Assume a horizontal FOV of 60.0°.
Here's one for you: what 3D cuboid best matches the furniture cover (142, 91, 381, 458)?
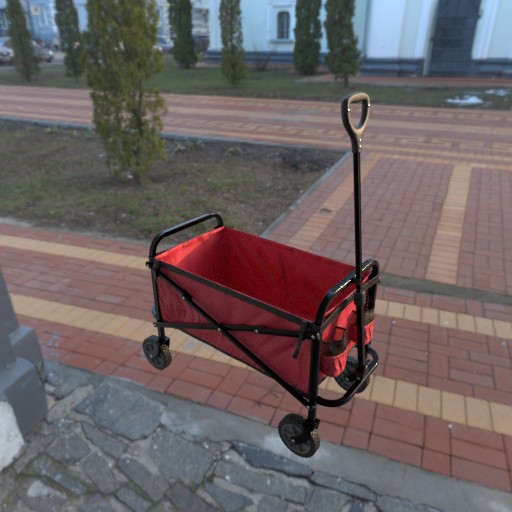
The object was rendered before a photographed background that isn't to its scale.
[{"bbox_3d":[0.000,0.000,1.788,1.038,1.295,0.532,19,32,33],"label":"furniture cover"}]
